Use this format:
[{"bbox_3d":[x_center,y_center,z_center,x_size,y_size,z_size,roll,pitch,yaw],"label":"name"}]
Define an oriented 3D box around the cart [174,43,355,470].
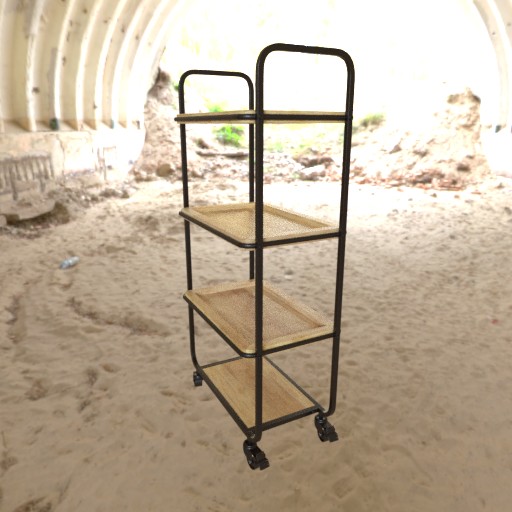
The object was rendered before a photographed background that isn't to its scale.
[{"bbox_3d":[0.000,0.000,1.325,0.321,1.080,0.545,-8,18,-27],"label":"cart"}]
